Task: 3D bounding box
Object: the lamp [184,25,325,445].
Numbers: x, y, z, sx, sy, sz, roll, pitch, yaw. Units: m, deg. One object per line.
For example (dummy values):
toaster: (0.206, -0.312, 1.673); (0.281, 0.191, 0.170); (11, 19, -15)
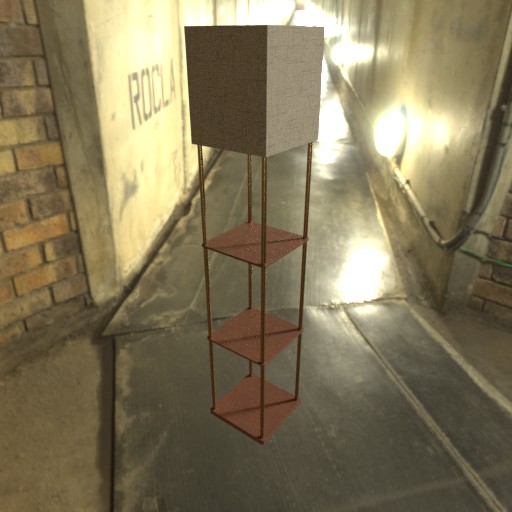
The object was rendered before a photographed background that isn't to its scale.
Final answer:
lamp: (0.000, 0.000, 1.704); (0.308, 1.569, 0.310); (19, 32, 33)
